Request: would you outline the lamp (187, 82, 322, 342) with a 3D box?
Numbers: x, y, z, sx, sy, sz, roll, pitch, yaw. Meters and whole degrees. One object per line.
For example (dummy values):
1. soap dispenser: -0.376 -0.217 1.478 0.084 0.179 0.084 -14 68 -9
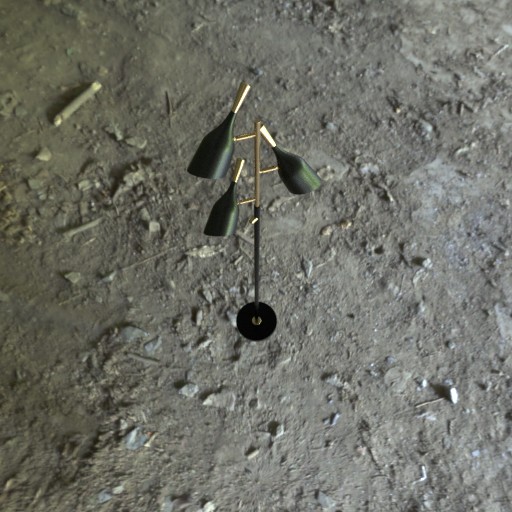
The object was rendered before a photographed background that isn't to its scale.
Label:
1. lamp: 0.000 0.000 1.949 0.434 1.778 0.253 -15 64 -8
